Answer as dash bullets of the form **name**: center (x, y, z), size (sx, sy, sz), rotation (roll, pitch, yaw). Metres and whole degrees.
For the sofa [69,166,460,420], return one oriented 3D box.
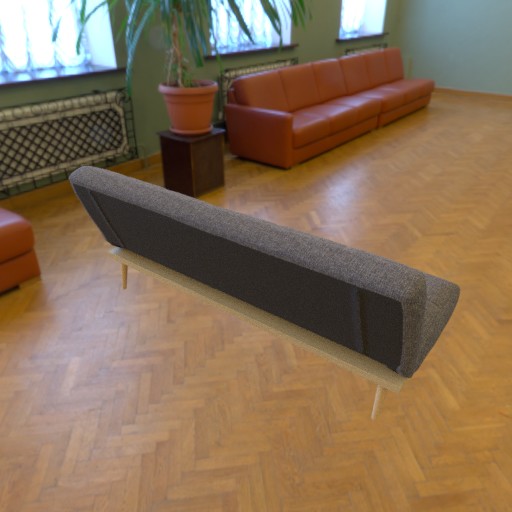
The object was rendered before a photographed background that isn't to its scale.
- **sofa**: center (0.000, 0.000, 2.236), size (1.820, 0.770, 0.820), rotation (20, 36, 31)
